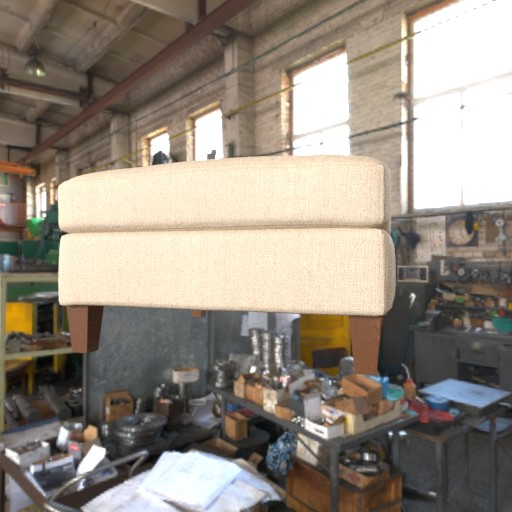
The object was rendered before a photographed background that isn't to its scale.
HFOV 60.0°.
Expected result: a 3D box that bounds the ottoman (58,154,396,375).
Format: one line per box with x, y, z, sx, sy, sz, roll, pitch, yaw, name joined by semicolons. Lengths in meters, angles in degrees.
0.000;0.000;1.403;0.838;0.503;0.838;0;0;17;ottoman
